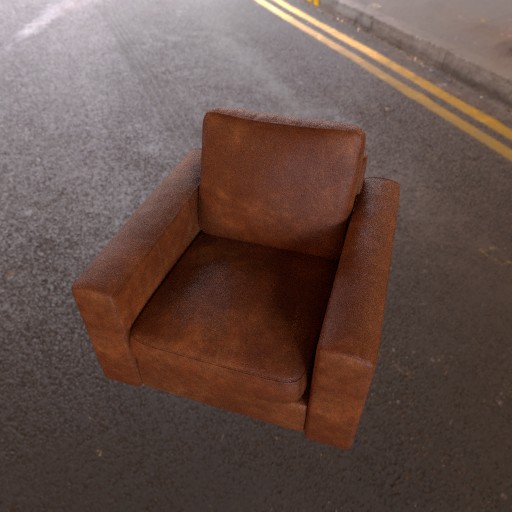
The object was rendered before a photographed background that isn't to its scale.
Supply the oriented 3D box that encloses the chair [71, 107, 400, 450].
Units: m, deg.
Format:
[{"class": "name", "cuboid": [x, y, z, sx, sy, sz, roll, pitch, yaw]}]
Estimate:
[{"class": "chair", "cuboid": [0.000, 0.000, 1.754, 1.005, 0.873, 1.016, 12, 43, 13]}]
